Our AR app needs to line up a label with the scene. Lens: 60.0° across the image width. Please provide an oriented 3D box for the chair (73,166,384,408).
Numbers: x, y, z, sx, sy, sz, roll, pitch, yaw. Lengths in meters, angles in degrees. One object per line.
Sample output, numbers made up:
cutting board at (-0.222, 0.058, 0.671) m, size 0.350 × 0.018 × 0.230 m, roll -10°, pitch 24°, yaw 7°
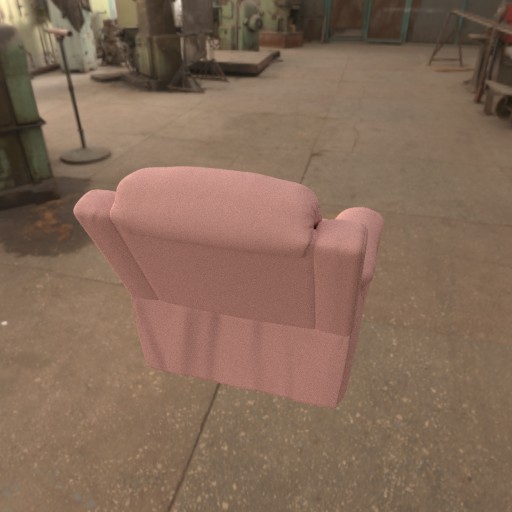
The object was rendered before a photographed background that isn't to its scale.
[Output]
chair at (0.000, 0.000, 1.256) m, size 0.680 × 0.702 × 0.709 m, roll 9°, pitch 33°, yaw 14°
